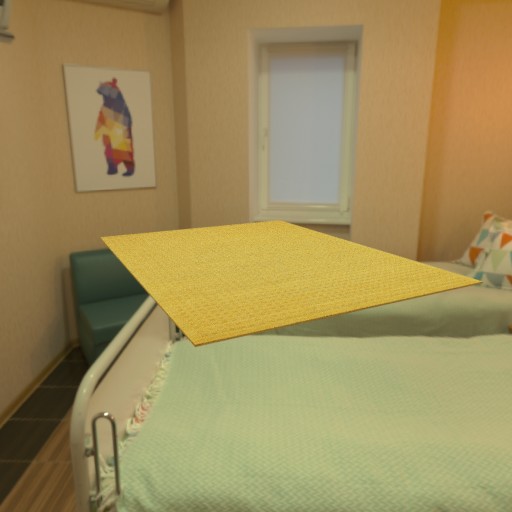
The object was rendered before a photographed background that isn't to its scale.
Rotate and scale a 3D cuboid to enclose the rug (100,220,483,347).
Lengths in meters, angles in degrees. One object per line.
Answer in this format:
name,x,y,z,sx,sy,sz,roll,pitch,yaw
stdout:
rug,0.000,0.000,4.450,2.486,0.015,3.242,-8,16,-27
